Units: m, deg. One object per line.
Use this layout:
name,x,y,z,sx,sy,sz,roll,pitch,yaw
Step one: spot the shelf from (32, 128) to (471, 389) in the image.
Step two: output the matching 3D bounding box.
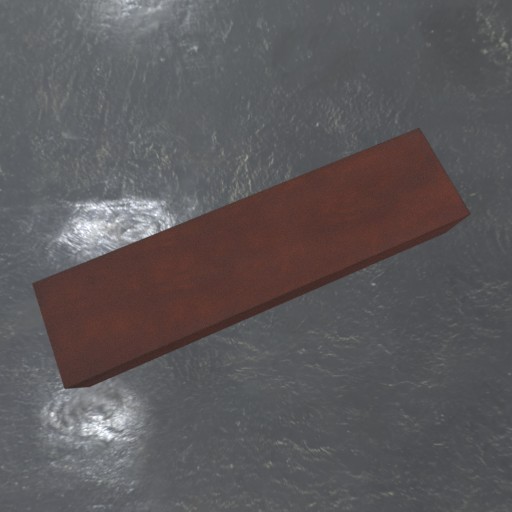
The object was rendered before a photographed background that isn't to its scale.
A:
shelf,0.000,0.000,0.666,0.607,0.088,0.152,-23,76,-6
